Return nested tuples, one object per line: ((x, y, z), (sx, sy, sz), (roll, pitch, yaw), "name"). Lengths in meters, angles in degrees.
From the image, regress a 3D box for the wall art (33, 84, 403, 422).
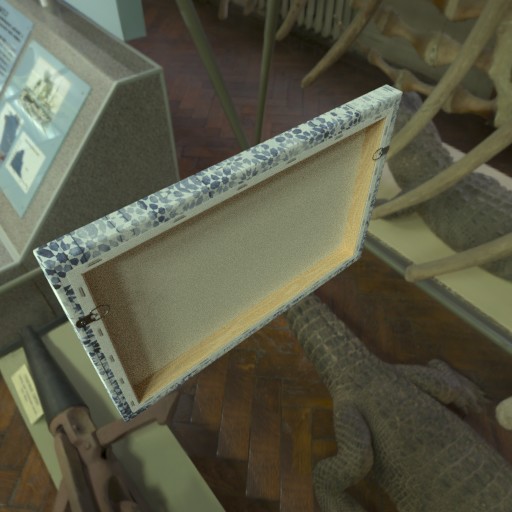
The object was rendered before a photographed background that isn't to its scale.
((0.000, 0.000, 1.134), (0.911, 0.608, 0.057), (-31, 54, -26), "wall art")
